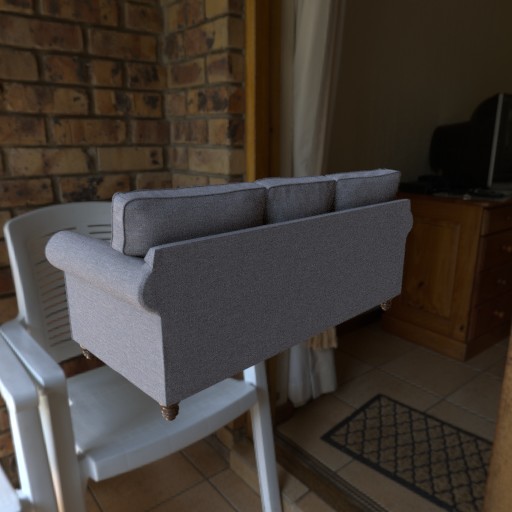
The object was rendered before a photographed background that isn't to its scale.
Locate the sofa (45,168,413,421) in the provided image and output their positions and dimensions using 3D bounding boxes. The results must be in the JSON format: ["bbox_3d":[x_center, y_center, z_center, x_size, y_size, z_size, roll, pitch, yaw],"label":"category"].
[{"bbox_3d":[0.000,0.000,2.607,2.084,0.961,0.916,-14,20,-43],"label":"sofa"}]
